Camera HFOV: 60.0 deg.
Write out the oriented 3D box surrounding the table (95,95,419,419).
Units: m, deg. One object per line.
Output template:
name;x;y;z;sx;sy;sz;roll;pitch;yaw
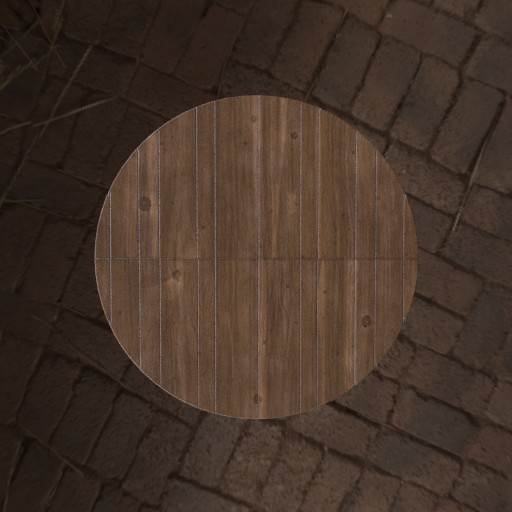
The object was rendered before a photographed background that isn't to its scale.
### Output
table;0.000;0.000;2.042;1.213;0.764;1.213;0;92;-1
